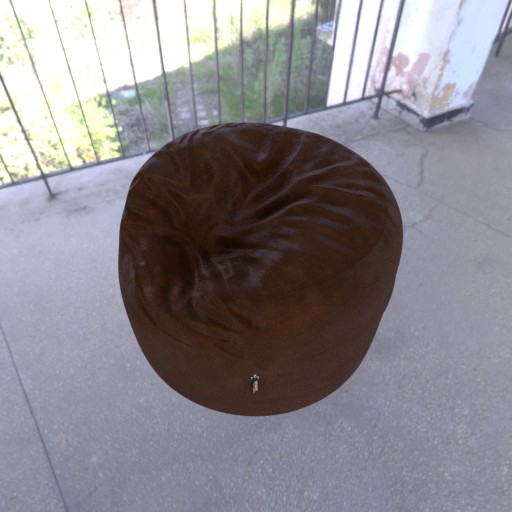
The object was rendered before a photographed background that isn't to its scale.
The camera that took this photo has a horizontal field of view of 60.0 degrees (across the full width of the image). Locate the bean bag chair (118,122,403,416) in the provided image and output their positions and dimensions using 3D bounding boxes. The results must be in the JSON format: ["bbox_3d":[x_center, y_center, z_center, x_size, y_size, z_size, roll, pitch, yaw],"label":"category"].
[{"bbox_3d":[0.000,0.000,1.507,0.918,0.616,0.918,0,46,0],"label":"bean bag chair"}]
